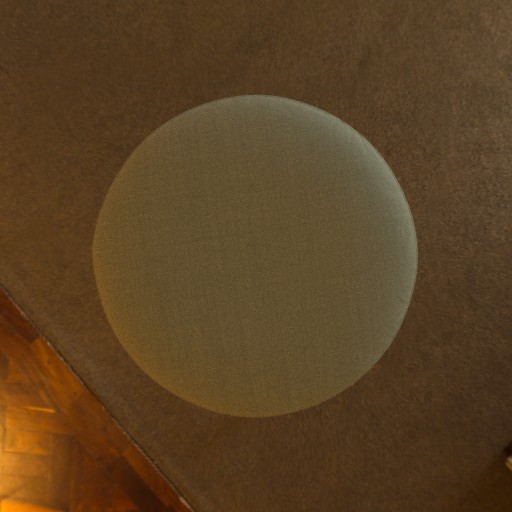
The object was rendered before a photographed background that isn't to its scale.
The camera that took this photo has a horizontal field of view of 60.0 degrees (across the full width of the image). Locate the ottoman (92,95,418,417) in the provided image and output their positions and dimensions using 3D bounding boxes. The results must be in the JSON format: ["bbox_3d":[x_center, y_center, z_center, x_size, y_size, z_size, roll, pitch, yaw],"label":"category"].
[{"bbox_3d":[0.000,0.000,1.208,0.772,0.460,0.772,0,92,2],"label":"ottoman"}]
